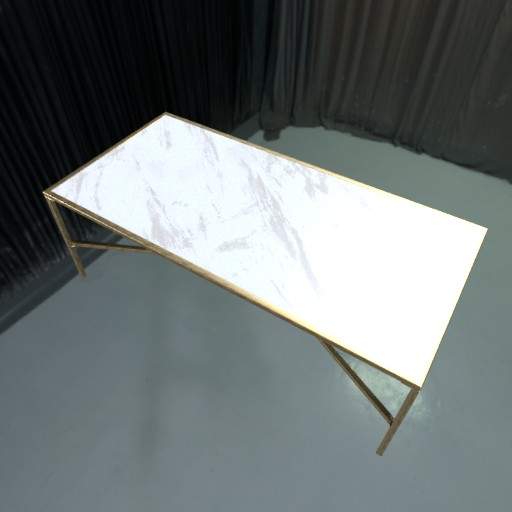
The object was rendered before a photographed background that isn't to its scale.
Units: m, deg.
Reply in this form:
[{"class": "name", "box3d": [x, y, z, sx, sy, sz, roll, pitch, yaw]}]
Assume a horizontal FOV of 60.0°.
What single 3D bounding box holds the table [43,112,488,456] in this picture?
[{"class": "table", "box3d": [0.000, 0.000, 1.459, 1.197, 0.405, 0.577, 25, 52, 22]}]
